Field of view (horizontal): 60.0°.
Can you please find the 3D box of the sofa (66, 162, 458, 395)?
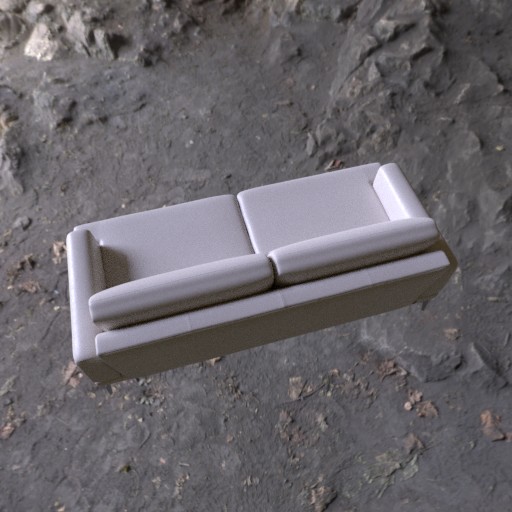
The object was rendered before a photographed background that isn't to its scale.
[{"bbox_3d":[0.000,0.000,2.436,1.940,0.765,0.974,-13,59,-8],"label":"sofa"}]
